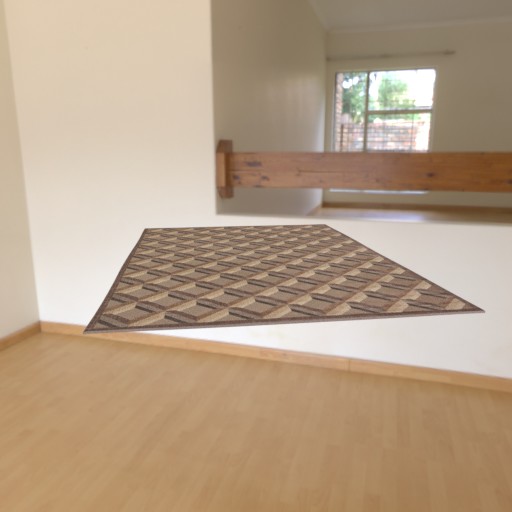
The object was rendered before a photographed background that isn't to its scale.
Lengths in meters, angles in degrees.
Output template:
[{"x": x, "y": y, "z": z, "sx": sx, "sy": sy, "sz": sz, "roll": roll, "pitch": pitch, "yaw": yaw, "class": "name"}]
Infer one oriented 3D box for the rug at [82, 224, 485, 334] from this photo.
[{"x": 0.000, "y": 0.000, "z": 2.806, "sx": 1.600, "sy": 0.013, "sz": 2.260, "roll": -2, "pitch": 13, "yaw": -8, "class": "rug"}]
